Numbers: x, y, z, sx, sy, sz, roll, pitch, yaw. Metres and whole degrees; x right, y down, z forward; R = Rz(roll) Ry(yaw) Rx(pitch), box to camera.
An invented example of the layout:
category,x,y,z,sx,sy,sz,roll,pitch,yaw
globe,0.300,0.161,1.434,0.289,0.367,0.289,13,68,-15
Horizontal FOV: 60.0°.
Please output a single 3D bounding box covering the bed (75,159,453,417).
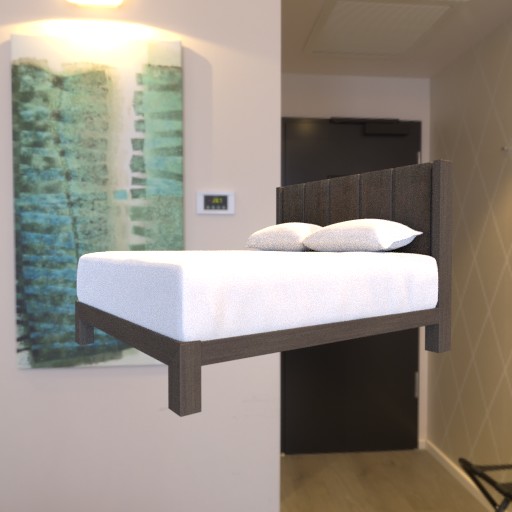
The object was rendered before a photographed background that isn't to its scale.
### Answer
category,x,y,z,sx,sy,sz,roll,pitch,yaw
bed,0.000,0.000,3.079,1.992,1.261,1.735,-1,2,-36
